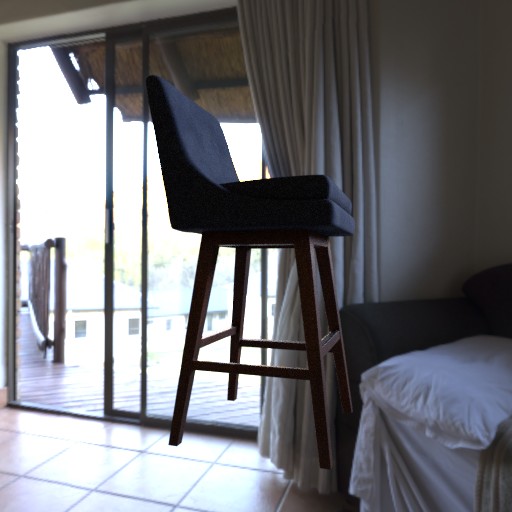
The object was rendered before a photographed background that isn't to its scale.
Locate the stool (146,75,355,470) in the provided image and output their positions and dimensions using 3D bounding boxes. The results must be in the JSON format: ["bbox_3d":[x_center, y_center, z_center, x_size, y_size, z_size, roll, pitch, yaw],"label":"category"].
[{"bbox_3d":[0.000,0.000,1.404,0.572,1.068,0.489,0,-1,19],"label":"stool"}]
